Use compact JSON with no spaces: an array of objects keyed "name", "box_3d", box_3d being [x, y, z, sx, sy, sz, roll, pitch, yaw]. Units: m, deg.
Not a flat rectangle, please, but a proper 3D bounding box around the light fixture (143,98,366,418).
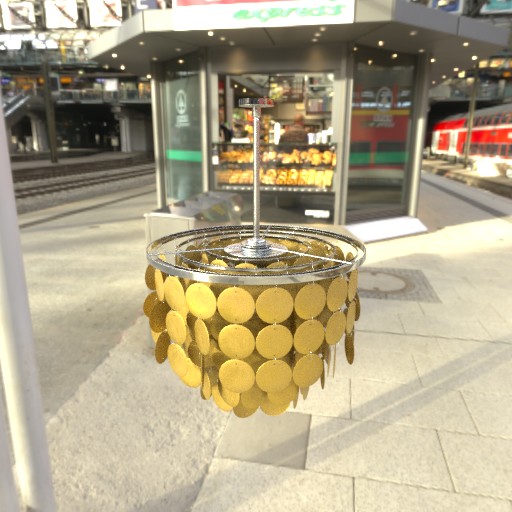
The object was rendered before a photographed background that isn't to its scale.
[{"name":"light fixture","box_3d":[0.000,0.000,0.738,0.368,0.492,0.368,0,15,0]}]
